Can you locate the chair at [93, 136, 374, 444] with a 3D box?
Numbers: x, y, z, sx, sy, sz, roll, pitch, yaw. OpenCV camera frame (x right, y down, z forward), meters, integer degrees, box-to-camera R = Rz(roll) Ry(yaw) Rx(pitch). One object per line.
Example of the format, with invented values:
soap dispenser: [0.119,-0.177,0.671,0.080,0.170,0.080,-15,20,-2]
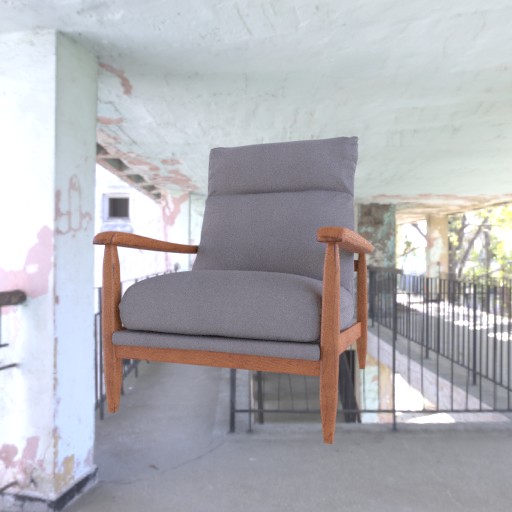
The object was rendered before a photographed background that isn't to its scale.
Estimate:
chair: [0.000,0.000,1.548,0.782,0.922,0.816,0,0,20]
